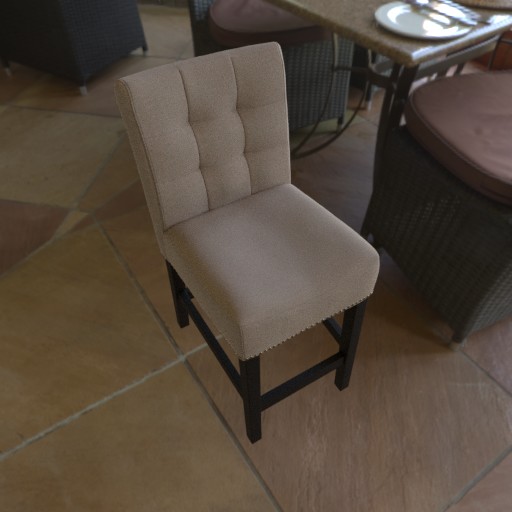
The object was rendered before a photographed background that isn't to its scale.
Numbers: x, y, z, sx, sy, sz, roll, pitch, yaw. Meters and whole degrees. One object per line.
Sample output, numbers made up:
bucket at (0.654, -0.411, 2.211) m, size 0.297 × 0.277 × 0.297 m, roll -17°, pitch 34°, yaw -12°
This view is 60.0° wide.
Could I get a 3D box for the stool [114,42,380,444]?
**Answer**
stool at (0.000, 0.000, 1.198) m, size 0.427 × 0.885 × 0.571 m, roll -23°, pitch 51°, yaw -21°
